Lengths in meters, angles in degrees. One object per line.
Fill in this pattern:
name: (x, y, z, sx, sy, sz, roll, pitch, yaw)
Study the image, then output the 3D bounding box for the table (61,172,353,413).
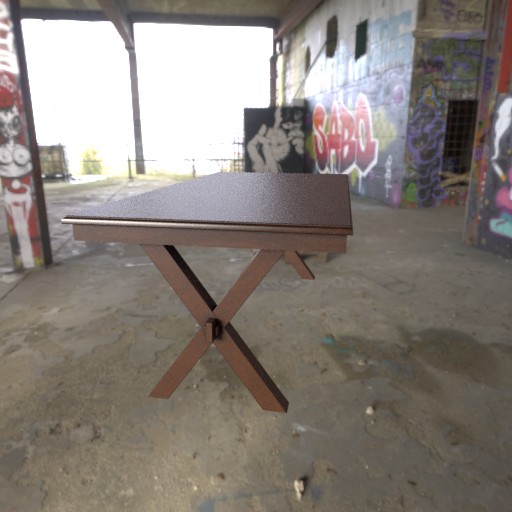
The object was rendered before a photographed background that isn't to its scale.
table: (0.000, 0.000, 1.492, 0.594, 0.459, 1.197, 3, 15, 11)
